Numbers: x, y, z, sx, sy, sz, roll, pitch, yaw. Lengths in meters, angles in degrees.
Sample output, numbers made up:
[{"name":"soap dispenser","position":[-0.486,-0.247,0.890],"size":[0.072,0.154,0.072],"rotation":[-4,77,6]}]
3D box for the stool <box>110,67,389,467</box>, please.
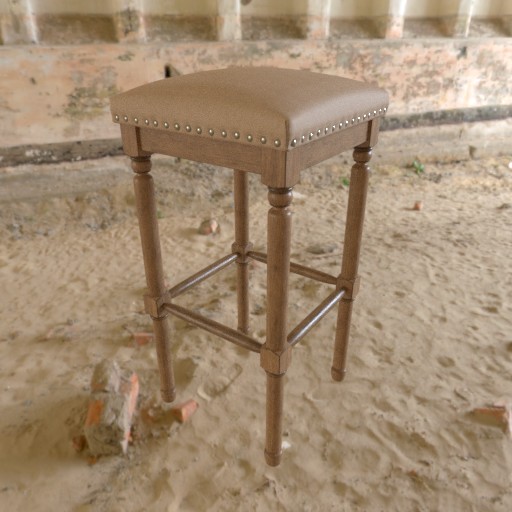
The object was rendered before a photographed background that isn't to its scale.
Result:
[{"name":"stool","position":[0.000,0.000,0.979],"size":[0.382,0.768,0.383],"rotation":[18,32,31]}]
